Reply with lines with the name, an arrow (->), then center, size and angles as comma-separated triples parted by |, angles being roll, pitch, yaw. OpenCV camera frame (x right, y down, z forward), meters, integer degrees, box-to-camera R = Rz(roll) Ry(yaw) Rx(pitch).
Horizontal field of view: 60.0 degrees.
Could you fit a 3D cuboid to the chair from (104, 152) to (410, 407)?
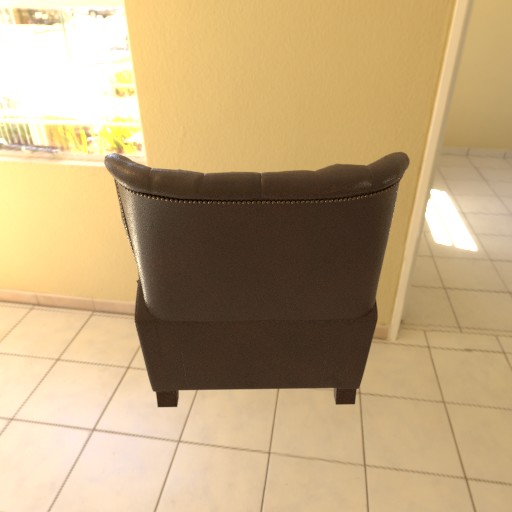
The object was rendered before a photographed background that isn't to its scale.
chair -> 0.000, 0.000, 1.455 | 0.709, 0.864, 0.823 | -1, 31, -1
